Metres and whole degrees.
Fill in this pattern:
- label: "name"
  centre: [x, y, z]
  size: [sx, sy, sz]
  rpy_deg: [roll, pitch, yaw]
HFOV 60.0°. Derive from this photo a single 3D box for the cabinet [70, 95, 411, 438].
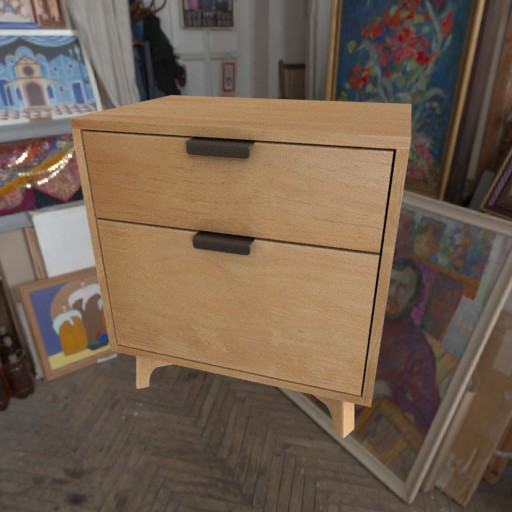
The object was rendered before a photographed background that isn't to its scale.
- label: "cabinet"
  centre: [0.000, 0.000, 0.956]
  size: [0.551, 0.599, 0.394]
  rpy_deg: [8, 27, 16]
